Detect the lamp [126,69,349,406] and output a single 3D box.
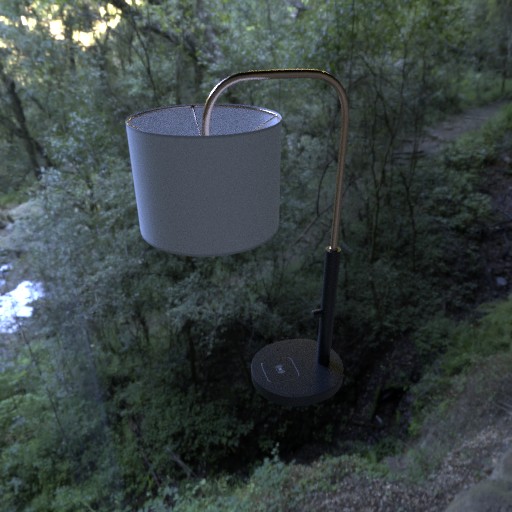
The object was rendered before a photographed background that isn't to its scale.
[{"bbox_3d":[0.000,0.000,0.696,0.337,0.540,0.199,-8,30,-14],"label":"lamp"}]
